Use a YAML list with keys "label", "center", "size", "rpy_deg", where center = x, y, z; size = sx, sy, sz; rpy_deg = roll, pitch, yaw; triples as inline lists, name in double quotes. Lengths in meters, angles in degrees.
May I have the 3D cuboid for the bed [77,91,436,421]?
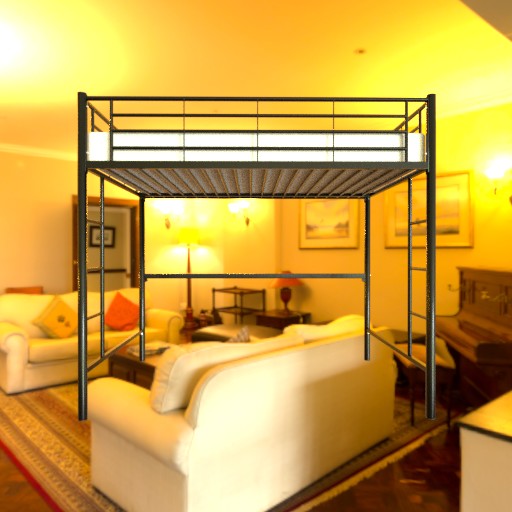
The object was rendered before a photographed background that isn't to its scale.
- label: "bed"
  center: [0.000, 0.000, 3.133]
  size: [1.994, 1.803, 1.397]
  rpy_deg: [0, 0, -1]
